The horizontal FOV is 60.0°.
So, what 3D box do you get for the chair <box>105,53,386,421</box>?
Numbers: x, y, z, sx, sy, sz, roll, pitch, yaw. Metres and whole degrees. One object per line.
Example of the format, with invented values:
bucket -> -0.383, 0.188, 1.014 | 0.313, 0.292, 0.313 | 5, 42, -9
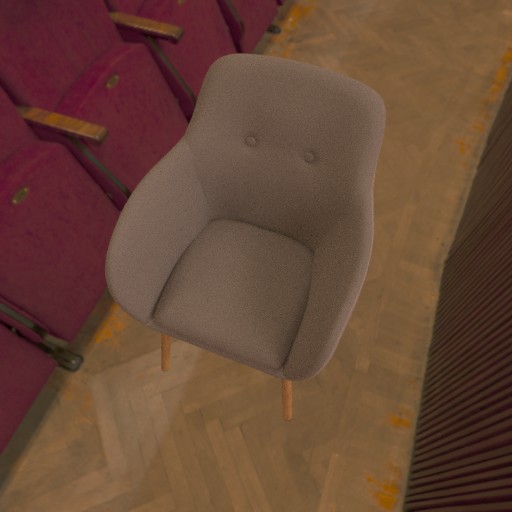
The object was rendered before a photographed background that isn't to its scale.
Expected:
chair -> 0.000, 0.000, 1.226 | 0.570, 0.830, 0.590 | 18, 60, 11
